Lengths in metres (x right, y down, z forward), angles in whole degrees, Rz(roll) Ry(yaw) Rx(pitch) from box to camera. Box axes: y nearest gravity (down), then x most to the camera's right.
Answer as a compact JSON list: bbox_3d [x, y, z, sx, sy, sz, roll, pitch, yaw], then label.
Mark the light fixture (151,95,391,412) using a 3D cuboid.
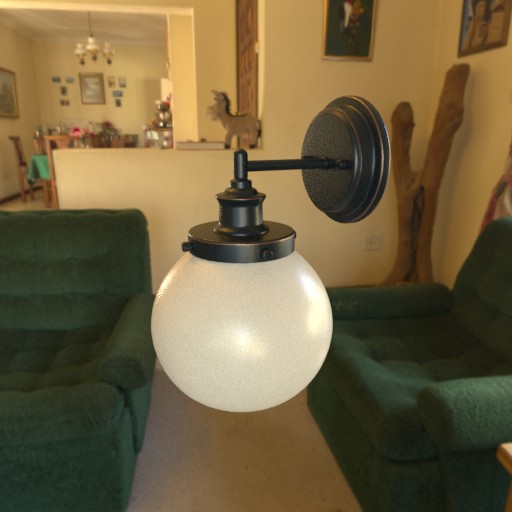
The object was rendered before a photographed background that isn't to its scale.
[{"bbox_3d":[0.000,0.000,0.478,0.230,0.332,0.197,-7,18,-24],"label":"light fixture"}]
